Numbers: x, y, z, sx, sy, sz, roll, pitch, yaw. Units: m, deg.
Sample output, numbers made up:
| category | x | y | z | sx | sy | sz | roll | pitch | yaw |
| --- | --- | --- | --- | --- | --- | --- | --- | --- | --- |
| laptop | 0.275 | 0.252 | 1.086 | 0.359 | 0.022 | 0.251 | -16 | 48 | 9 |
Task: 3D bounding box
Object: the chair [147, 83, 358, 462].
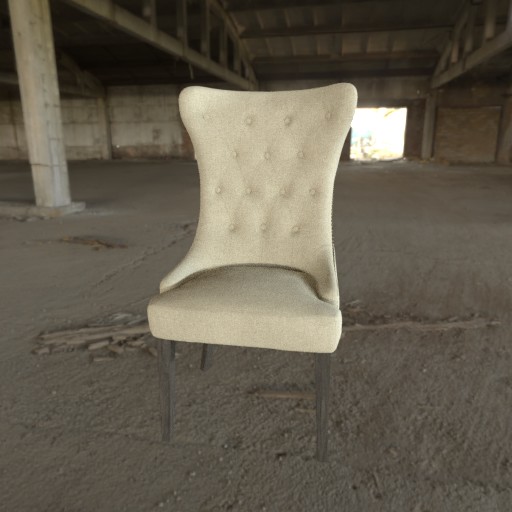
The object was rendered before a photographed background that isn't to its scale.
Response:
| category | x | y | z | sx | sy | sz | roll | pitch | yaw |
| --- | --- | --- | --- | --- | --- | --- | --- | --- | --- |
| chair | 0.000 | 0.000 | 1.412 | 0.584 | 1.065 | 0.590 | 3 | 15 | 10 |
